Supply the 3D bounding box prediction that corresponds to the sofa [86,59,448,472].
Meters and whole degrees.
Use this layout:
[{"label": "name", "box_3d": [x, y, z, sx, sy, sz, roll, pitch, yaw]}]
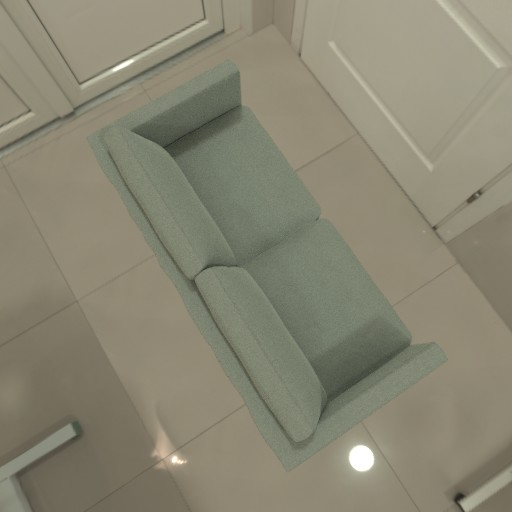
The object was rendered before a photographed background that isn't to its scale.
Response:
[{"label": "sofa", "box_3d": [0.000, 0.000, 2.503, 0.940, 0.870, 1.987, -32, 78, -8]}]
